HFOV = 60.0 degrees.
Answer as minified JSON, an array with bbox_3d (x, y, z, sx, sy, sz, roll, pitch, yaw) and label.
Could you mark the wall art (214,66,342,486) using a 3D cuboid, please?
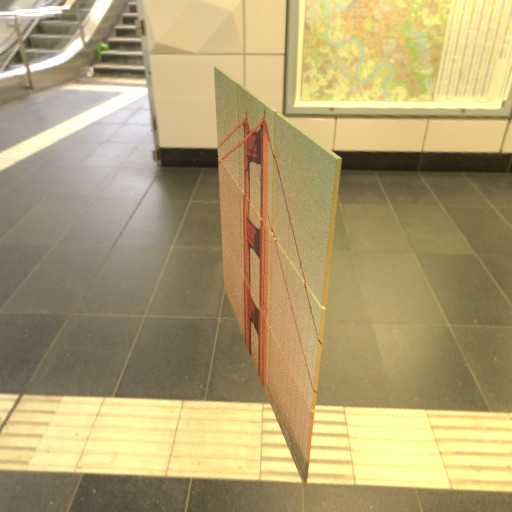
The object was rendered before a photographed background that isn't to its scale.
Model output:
[{"bbox_3d":[0.000,0.000,1.760,0.013,1.219,1.214,-9,33,-14],"label":"wall art"}]
